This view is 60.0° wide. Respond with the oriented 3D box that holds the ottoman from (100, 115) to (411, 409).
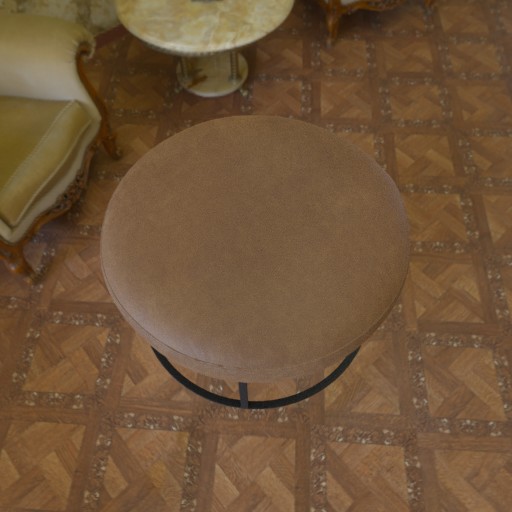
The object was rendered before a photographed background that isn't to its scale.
[{"bbox_3d":[0.000,0.000,1.247,0.771,0.460,0.771,0,59,0],"label":"ottoman"}]
